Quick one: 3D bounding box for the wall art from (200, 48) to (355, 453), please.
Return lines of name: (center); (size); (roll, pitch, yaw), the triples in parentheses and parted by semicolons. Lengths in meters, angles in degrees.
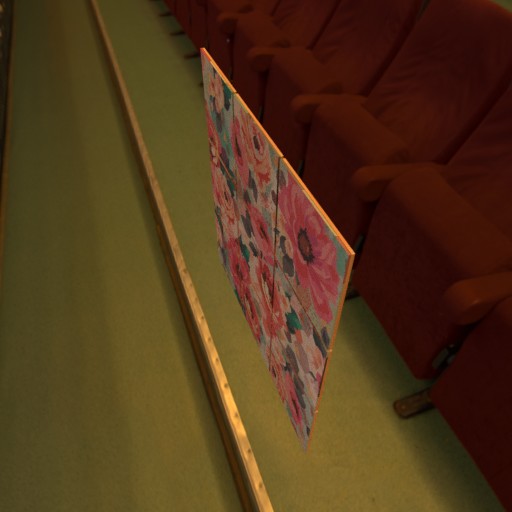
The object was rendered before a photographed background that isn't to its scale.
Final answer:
wall art: (0.000, 0.000, 1.364); (0.012, 0.910, 0.911); (-15, 48, -14)
